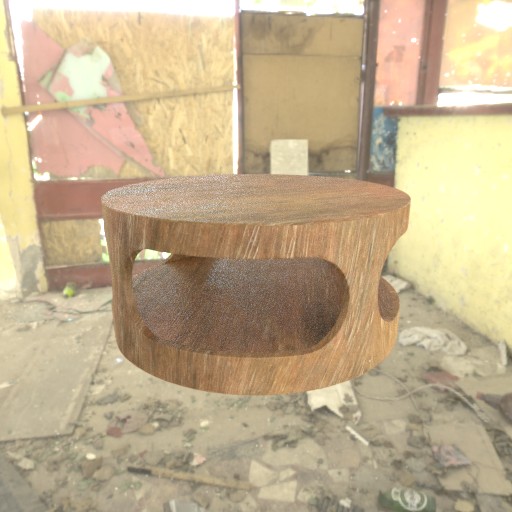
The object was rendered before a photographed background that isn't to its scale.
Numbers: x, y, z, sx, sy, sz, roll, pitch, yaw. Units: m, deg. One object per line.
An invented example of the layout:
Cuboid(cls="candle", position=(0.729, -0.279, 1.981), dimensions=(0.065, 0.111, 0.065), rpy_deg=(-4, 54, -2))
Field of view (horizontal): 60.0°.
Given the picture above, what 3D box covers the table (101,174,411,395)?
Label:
Cuboid(cls="table", position=(0.000, 0.000, 1.534), dimensions=(0.974, 0.450, 0.974), rpy_deg=(0, 17, 0))
